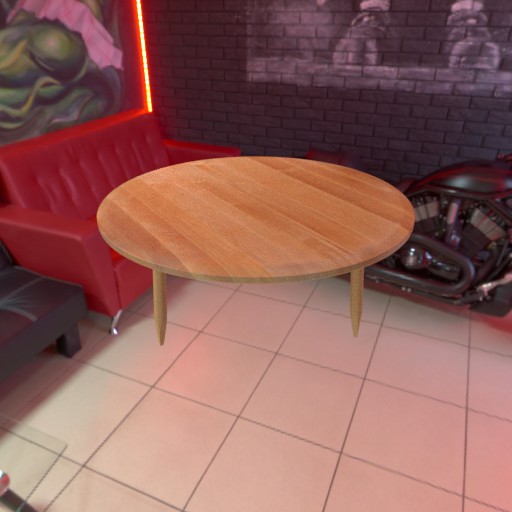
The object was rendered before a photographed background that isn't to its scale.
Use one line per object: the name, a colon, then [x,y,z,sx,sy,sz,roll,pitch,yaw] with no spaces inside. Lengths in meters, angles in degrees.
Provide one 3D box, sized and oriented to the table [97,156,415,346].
table: [0.000,0.000,1.406,0.900,0.400,0.900,0,28,0]
